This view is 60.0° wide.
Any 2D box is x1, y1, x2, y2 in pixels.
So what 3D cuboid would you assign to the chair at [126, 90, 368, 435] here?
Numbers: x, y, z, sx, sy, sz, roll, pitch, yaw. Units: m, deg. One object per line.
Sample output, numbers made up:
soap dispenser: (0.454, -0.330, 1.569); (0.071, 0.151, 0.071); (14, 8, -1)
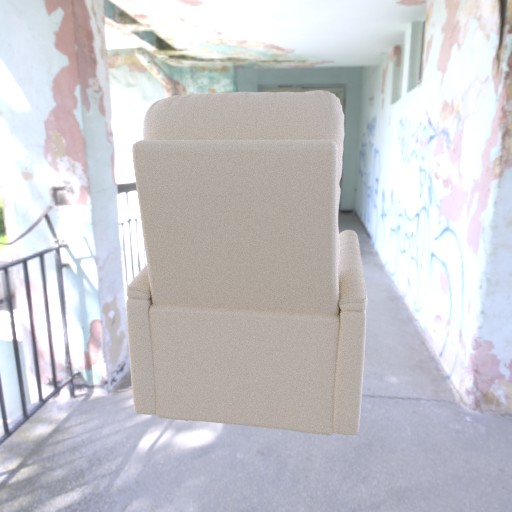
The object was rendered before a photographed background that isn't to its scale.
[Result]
chair: (0.000, 0.000, 1.630); (0.775, 1.082, 0.831); (2, 14, 9)
